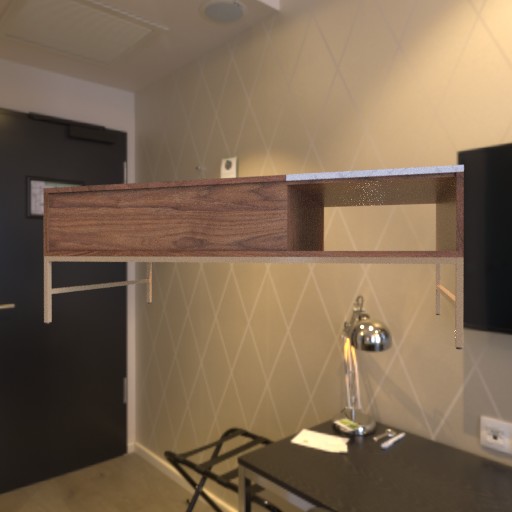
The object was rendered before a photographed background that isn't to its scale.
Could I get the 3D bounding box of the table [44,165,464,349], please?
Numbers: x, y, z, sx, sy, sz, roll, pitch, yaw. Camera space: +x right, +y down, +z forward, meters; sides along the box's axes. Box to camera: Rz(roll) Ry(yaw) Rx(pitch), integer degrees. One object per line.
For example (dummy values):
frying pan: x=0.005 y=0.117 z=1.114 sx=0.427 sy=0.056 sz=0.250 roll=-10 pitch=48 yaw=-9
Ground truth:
table: x=0.000 y=0.000 z=1.933 sx=1.553 sy=0.551 sz=0.789 roll=0 pitch=0 yaw=18
